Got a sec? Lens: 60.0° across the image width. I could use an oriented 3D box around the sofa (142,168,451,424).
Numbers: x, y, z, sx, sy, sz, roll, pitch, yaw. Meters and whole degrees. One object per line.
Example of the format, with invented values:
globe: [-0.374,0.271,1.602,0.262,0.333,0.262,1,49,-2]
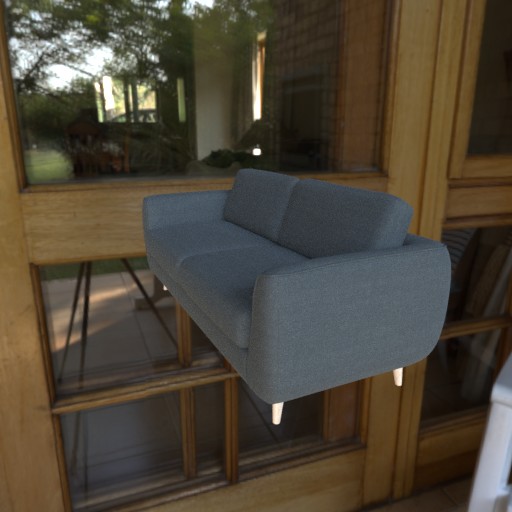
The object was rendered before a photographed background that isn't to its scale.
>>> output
sofa: [0.000,0.000,2.478,0.920,0.850,2.000,-7,17,-25]
